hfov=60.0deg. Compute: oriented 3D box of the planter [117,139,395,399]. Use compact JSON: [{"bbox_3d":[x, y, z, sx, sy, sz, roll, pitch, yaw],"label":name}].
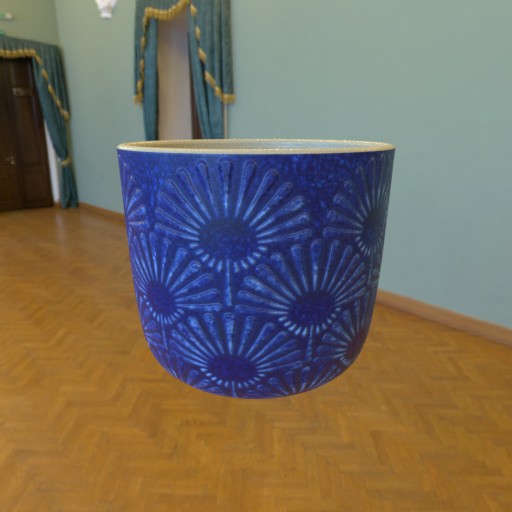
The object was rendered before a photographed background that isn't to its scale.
[{"bbox_3d":[0.000,0.000,0.221,0.124,0.109,0.124,0,16,0],"label":"planter"}]
